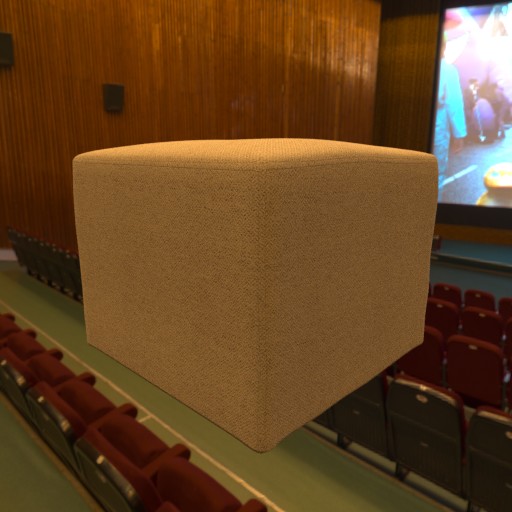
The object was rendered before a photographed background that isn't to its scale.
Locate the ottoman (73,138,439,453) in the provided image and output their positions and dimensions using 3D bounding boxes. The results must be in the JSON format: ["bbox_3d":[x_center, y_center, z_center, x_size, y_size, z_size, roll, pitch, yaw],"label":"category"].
[{"bbox_3d":[0.000,0.000,0.891,0.521,0.453,0.512,13,18,43],"label":"ottoman"}]
